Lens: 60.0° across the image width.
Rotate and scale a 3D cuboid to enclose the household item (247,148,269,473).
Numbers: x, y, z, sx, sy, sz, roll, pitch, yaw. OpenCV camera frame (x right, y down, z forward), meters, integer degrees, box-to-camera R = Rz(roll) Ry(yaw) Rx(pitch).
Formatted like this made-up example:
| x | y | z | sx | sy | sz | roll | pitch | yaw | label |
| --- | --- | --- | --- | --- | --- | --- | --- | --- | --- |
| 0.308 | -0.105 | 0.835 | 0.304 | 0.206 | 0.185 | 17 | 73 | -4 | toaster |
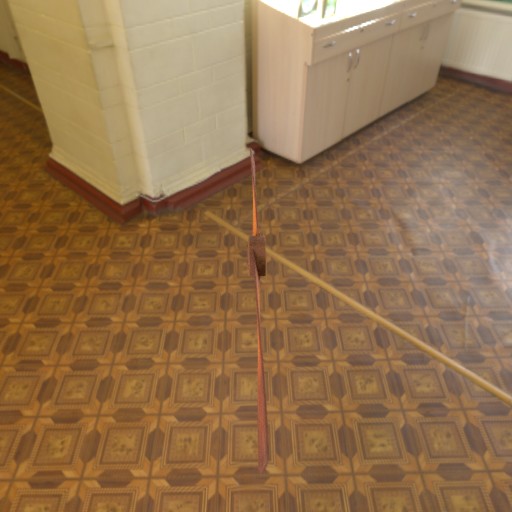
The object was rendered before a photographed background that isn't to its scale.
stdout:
| x | y | z | sx | sy | sz | roll | pitch | yaw | label |
| --- | --- | --- | --- | --- | --- | --- | --- | --- | --- |
| 0.000 | 0.000 | 1.248 | 0.051 | 0.121 | 1.181 | -1 | 41 | -1 | household item |
